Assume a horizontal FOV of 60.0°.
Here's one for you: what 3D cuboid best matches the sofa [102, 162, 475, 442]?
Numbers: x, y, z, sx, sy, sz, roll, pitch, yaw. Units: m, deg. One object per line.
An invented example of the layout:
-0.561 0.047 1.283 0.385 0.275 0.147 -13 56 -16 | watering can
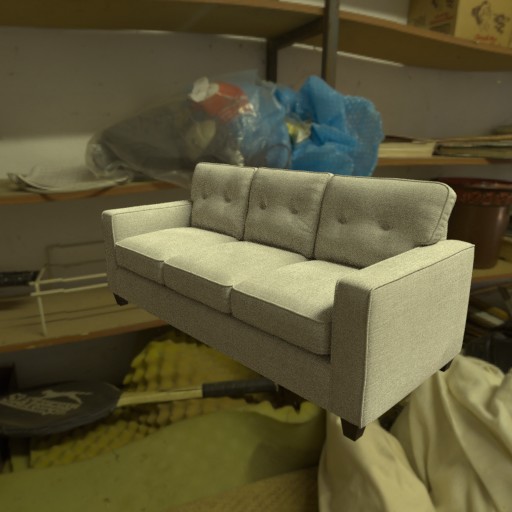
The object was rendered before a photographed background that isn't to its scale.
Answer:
0.000 0.000 2.603 0.939 0.965 2.133 -15 21 -42 | sofa
